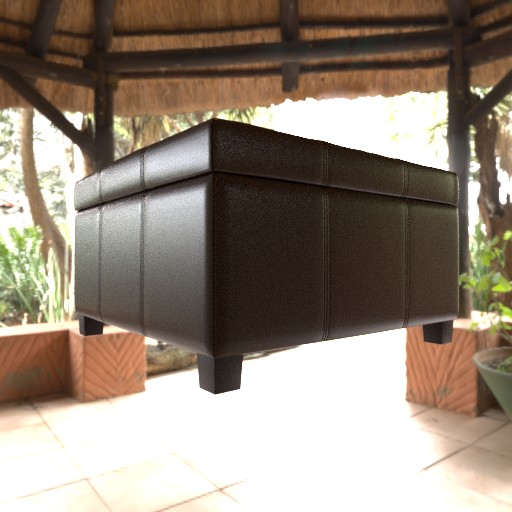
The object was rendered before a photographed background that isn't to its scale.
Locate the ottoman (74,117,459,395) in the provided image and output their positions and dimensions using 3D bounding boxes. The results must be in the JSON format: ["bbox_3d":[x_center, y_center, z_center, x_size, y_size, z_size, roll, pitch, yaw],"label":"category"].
[{"bbox_3d":[0.000,0.000,1.244,0.788,0.460,0.787,0,0,-38],"label":"ottoman"}]
